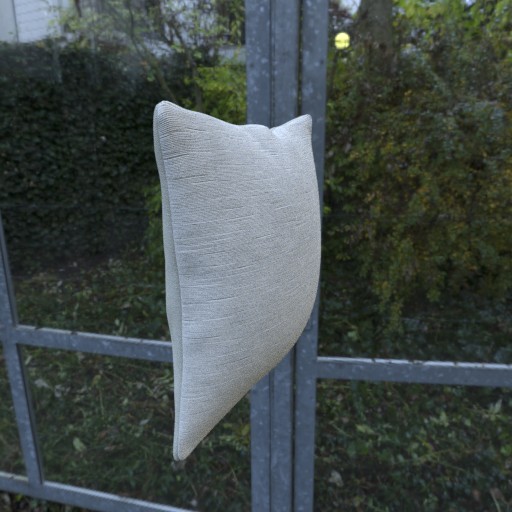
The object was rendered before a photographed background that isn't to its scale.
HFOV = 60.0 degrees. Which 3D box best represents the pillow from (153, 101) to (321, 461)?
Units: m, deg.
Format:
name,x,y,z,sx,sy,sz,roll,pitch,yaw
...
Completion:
name,x,y,z,sx,sy,sz,roll,pitch,yaw
pillow,0.000,0.000,0.668,0.162,0.420,0.437,7,17,25
